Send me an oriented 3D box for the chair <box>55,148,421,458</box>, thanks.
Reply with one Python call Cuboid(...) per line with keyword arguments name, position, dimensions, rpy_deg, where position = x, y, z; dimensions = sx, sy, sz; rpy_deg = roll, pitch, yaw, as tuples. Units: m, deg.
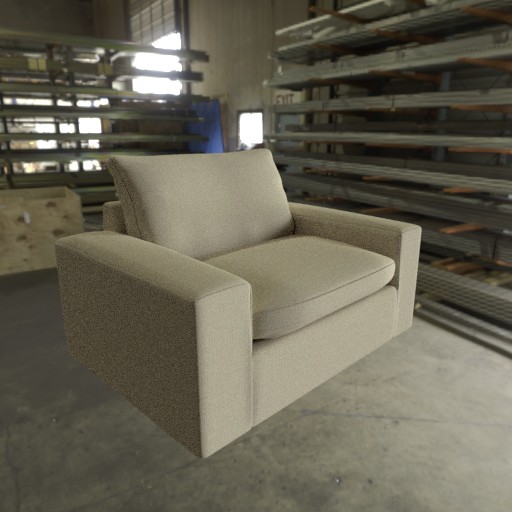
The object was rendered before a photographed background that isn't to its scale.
Cuboid(name="chair", position=(0.000, 0.000, 2.029), dimensions=(1.398, 0.915, 1.039), rpy_deg=(-15, 22, -43))
